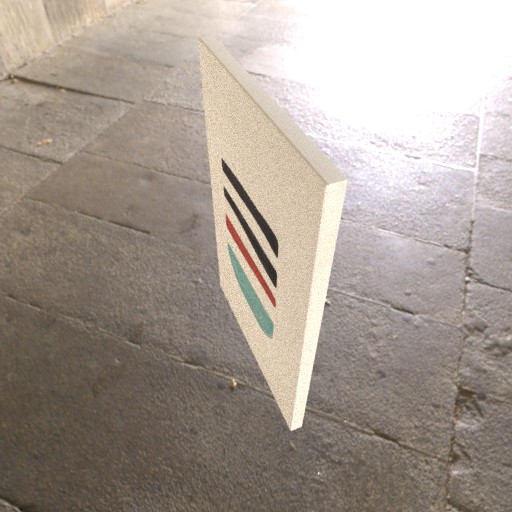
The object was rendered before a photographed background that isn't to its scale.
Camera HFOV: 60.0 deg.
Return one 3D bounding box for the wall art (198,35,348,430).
[{"bbox_3d":[0.000,0.000,1.181,0.038,0.912,0.607,-17,49,-16],"label":"wall art"}]
